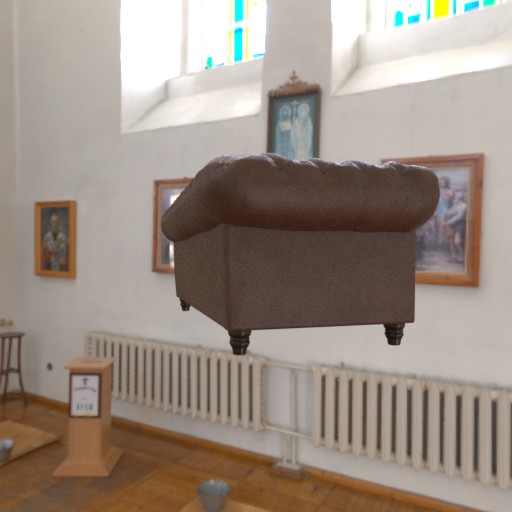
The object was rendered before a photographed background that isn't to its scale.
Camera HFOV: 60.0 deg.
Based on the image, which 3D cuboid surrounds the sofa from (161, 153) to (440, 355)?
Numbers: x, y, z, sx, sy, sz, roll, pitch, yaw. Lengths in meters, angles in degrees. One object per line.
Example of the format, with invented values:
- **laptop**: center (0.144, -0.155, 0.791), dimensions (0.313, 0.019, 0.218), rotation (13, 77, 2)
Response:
- **sofa**: center (0.000, 0.000, 2.574), dimensions (0.955, 0.784, 2.048), rotation (0, -1, -17)
